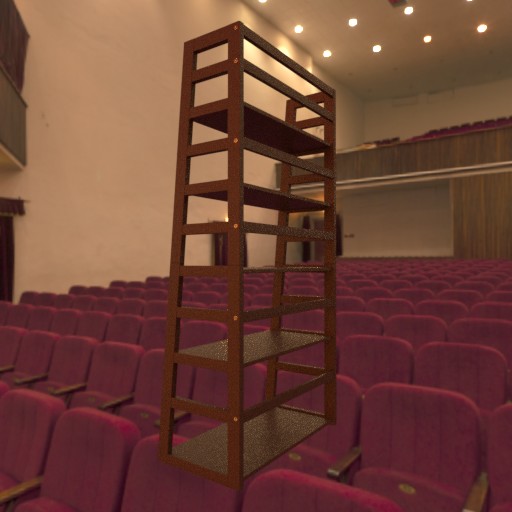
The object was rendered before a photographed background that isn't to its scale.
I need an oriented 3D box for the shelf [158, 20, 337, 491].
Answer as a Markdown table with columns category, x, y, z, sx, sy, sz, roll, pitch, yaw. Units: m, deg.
| category | x | y | z | sx | sy | sz | roll | pitch | yaw |
| --- | --- | --- | --- | --- | --- | --- | --- | --- | --- |
| shelf | 0.000 | 0.000 | 1.929 | 0.403 | 1.600 | 0.763 | 0 | -1 | 35 |
